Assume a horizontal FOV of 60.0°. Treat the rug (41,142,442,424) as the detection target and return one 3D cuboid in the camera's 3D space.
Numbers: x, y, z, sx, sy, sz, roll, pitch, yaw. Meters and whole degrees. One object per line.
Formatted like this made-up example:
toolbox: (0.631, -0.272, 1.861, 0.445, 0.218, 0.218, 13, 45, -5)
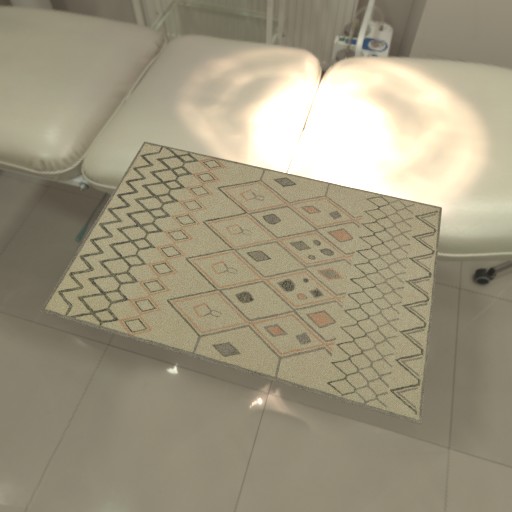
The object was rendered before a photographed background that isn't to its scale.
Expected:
rug: (0.000, 0.000, 2.332, 1.829, 0.016, 1.219, 14, 59, 9)
